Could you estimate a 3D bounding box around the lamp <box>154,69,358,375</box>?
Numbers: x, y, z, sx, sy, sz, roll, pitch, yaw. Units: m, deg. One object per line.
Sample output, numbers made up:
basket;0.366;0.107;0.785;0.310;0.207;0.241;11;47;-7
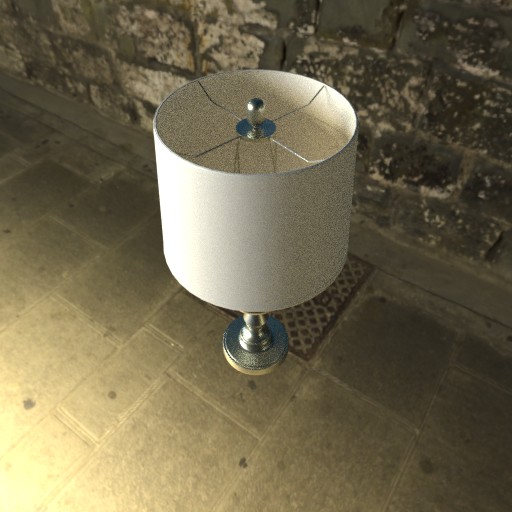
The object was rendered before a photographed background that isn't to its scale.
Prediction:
lamp;0.000;0.000;0.973;0.383;0.733;0.383;0;47;0
